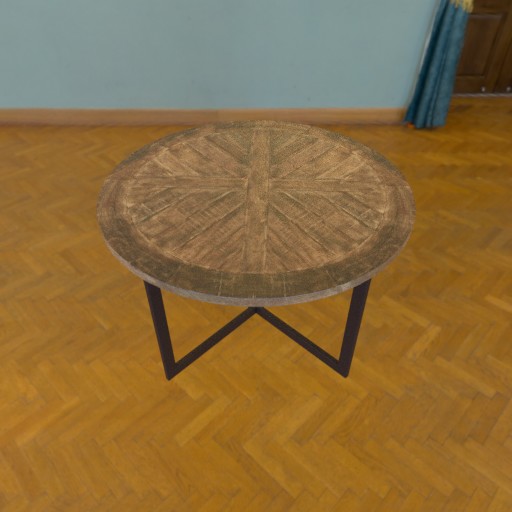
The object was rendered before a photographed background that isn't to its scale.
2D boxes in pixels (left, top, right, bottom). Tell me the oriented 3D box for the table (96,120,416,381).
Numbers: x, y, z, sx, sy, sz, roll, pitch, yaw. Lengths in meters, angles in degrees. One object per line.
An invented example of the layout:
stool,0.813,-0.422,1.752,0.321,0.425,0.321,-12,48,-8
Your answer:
table,0.000,0.000,2.067,1.264,0.762,1.264,0,41,0
